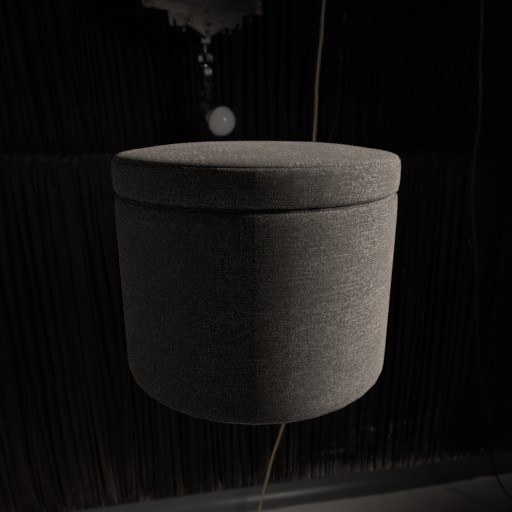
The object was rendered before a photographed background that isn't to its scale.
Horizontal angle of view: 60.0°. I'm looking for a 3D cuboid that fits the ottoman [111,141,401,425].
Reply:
[{"bbox_3d":[0.000,0.000,0.847,0.500,0.419,0.500,0,16,0],"label":"ottoman"}]
